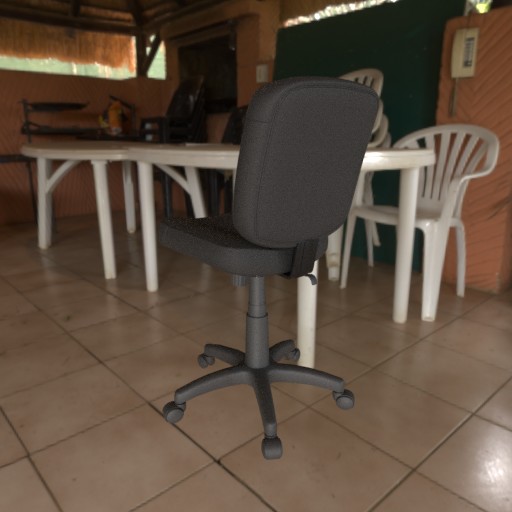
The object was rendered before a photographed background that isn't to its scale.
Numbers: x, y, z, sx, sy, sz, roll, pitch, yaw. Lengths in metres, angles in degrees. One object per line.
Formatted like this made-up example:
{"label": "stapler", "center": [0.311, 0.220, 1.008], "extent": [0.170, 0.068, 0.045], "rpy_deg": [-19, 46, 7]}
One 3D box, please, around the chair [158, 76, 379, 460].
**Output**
{"label": "chair", "center": [0.000, 0.000, 1.358], "extent": [0.610, 0.972, 0.610], "rpy_deg": [-14, 20, -42]}
